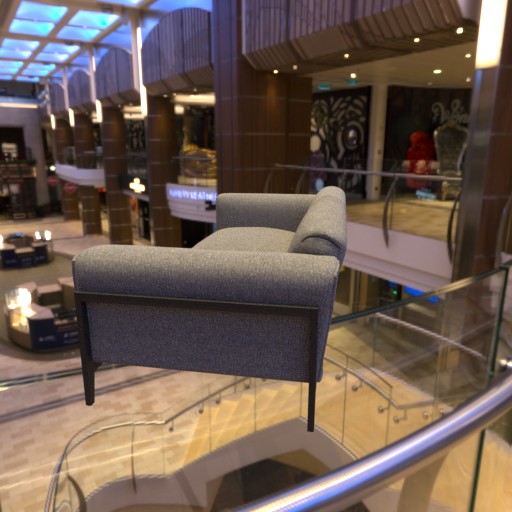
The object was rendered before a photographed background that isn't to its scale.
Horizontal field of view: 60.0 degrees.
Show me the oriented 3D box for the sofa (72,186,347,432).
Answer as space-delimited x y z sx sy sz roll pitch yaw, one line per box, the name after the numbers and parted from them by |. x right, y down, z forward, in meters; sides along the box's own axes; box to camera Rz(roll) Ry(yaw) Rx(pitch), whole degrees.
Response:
0.000 0.000 2.533 0.985 0.703 2.125 3 14 11 | sofa
